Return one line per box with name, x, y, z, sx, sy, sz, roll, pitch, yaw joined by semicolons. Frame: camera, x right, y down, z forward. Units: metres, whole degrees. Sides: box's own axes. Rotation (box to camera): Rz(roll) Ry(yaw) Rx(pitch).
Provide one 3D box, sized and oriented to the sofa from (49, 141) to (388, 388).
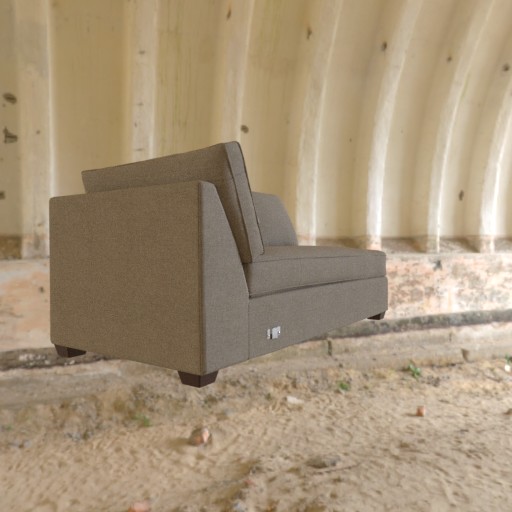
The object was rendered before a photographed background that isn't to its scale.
sofa;0.000;0.000;2.910;1.110;1.019;2.238;1;1;35
